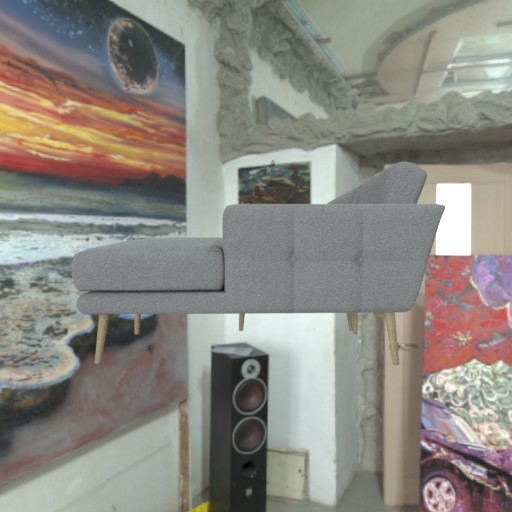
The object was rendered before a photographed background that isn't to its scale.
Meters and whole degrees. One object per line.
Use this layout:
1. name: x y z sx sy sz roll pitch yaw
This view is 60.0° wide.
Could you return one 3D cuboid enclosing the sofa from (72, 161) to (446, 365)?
1. sofa: 0.000 0.000 2.788 1.530 0.860 2.040 0 1 -1
